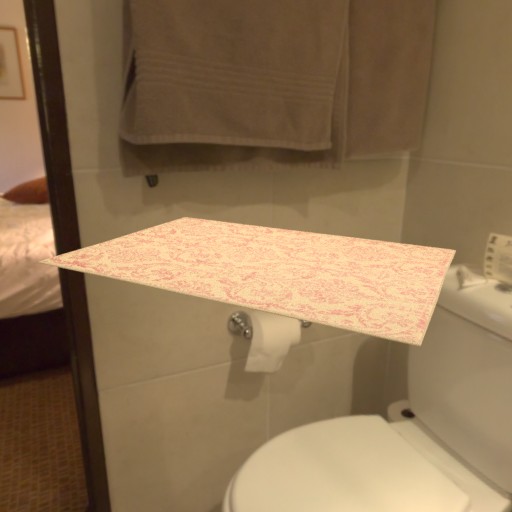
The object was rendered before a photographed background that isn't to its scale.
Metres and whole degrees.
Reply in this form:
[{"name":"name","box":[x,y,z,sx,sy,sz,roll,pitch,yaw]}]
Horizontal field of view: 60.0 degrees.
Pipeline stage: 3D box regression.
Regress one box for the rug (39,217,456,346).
[{"name":"rug","box":[0.000,0.000,3.488,2.746,0.018,1.819,9,19,27]}]
